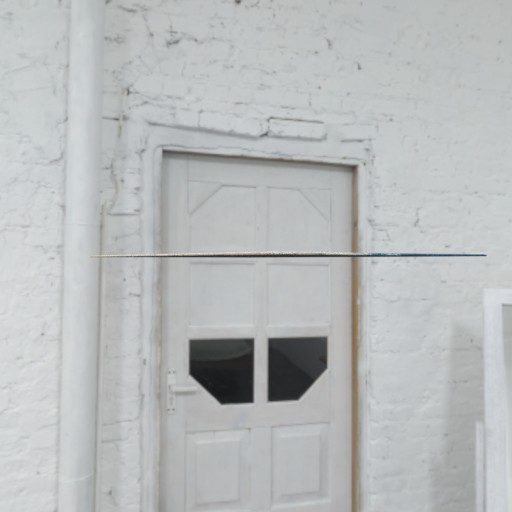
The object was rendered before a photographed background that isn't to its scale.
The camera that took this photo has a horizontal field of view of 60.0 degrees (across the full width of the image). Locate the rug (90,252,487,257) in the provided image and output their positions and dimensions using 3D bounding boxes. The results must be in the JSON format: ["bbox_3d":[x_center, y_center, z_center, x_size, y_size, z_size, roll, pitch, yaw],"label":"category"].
[{"bbox_3d":[0.000,0.000,2.348,1.232,0.009,1.836,0,-1,-36],"label":"rug"}]
